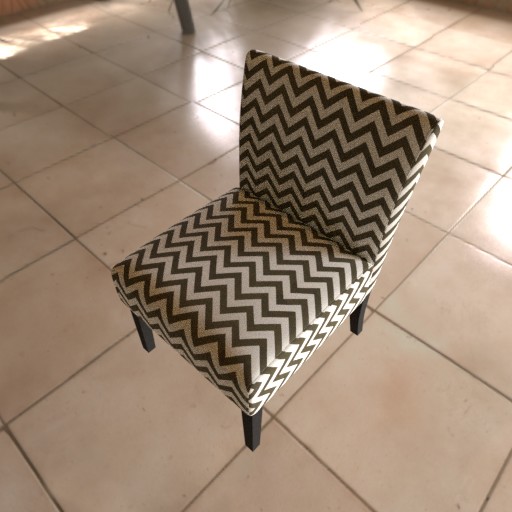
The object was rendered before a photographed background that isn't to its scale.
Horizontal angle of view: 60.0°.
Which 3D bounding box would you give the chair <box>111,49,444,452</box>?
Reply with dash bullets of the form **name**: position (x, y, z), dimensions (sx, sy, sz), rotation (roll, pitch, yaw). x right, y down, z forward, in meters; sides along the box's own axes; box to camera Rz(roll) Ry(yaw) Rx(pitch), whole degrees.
- **chair**: position (0.000, 0.000, 1.272), dimensions (0.589, 0.838, 0.648), rotation (34, 55, 28)
